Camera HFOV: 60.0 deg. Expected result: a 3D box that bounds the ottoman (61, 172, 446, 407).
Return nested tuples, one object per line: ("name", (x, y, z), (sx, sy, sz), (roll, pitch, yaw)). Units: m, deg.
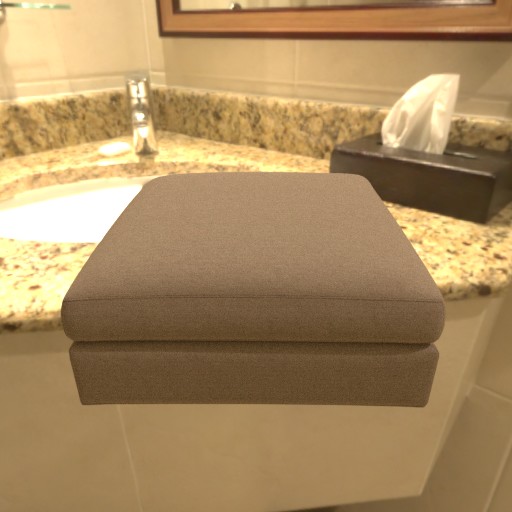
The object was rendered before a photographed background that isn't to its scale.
("ottoman", (0.000, 0.000, 1.642), (1.041, 0.470, 1.041), (0, 28, 1))
